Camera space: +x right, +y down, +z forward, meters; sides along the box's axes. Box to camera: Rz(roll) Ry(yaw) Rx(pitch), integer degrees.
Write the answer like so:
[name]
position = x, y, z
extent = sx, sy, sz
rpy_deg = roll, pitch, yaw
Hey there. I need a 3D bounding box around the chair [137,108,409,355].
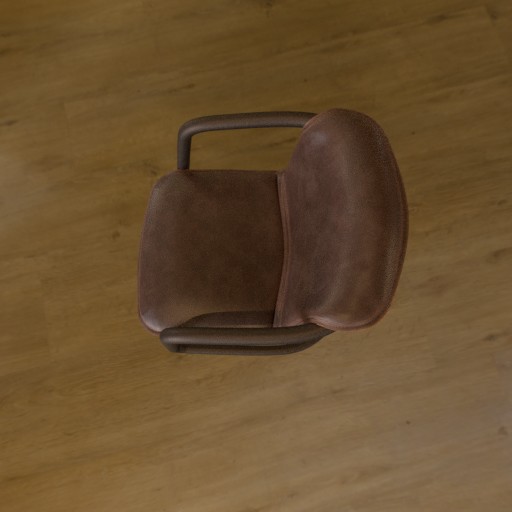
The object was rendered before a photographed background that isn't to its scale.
[chair]
position = 0.000, 0.000, 1.267
extent = 0.664, 0.836, 0.536
rpy_deg = 2, 76, 1
